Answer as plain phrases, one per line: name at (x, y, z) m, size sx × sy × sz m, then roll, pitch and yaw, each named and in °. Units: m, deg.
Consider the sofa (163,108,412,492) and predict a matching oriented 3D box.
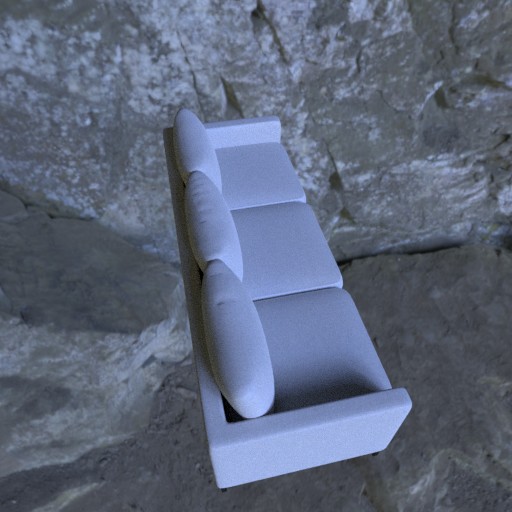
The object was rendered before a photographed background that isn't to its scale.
sofa at (0.000, 0.000, 2.590) m, size 0.859 × 0.874 × 2.218 m, roll -9°, pitch 49°, yaw -8°
